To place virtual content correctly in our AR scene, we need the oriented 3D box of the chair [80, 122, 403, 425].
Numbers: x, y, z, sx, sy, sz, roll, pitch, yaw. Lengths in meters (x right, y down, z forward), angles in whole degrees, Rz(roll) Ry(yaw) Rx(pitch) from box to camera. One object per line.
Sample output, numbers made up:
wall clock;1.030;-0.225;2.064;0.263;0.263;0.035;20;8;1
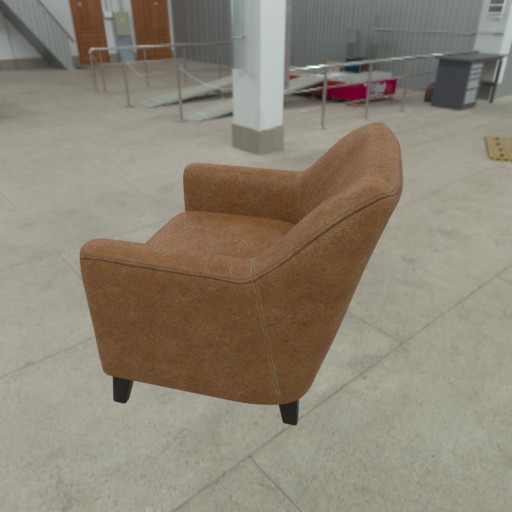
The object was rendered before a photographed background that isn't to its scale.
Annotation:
chair;0.000;0.000;1.845;1.034;0.980;1.037;7;30;13
